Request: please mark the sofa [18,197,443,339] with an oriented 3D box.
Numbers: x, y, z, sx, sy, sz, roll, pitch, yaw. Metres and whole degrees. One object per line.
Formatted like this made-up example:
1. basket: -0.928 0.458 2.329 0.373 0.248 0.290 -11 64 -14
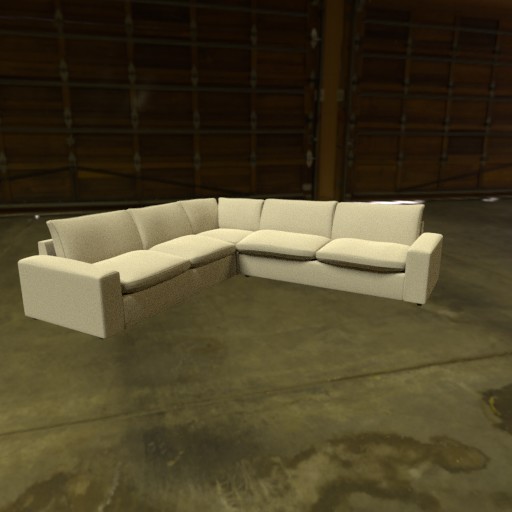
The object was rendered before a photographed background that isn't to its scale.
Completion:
1. sofa: 0.000 0.000 4.549 3.206 0.918 3.066 8 17 28
